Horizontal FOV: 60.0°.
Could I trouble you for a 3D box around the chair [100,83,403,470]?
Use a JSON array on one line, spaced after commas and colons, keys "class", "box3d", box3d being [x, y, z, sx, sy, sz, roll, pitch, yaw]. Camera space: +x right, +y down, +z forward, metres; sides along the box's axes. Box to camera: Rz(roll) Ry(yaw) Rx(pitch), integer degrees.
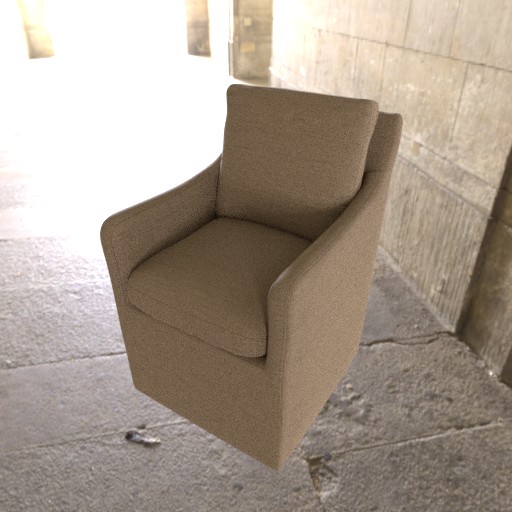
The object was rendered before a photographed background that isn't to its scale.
[{"class": "chair", "box3d": [0.000, 0.000, 1.374, 0.626, 0.914, 0.694, 18, 35, 28]}]
